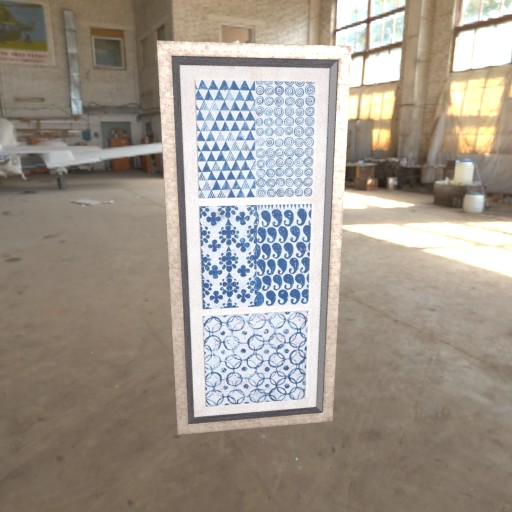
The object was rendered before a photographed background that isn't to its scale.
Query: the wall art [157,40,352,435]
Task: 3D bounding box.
[{"bbox_3d":[0.000,0.000,1.669,0.648,1.461,0.051,-2,15,-8],"label":"wall art"}]
